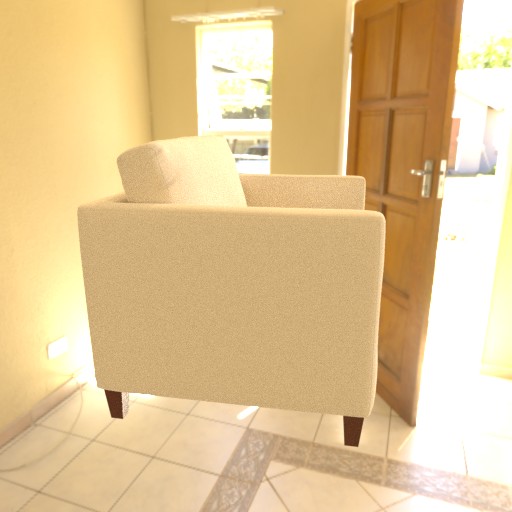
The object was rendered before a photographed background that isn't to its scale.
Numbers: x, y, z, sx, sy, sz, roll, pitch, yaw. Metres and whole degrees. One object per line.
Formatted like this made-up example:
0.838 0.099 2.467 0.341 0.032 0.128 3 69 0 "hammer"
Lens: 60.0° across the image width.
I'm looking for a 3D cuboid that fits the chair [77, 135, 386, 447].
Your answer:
0.000 0.000 1.691 0.878 0.885 1.019 3 16 10 "chair"
